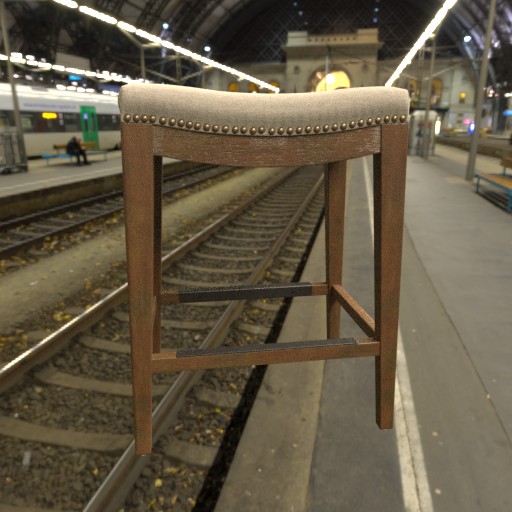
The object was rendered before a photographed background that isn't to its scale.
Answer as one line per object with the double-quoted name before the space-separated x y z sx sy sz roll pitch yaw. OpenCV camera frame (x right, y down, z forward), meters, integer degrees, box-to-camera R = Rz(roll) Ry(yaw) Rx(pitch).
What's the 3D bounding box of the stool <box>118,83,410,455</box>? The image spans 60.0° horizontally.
"stool" 0.000 0.000 0.938 0.508 0.660 0.356 -2 17 -8
